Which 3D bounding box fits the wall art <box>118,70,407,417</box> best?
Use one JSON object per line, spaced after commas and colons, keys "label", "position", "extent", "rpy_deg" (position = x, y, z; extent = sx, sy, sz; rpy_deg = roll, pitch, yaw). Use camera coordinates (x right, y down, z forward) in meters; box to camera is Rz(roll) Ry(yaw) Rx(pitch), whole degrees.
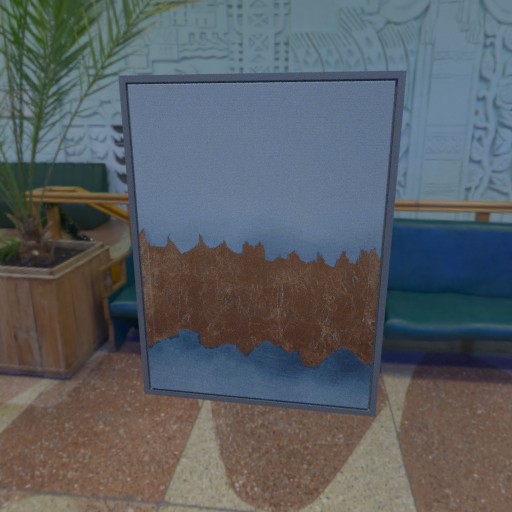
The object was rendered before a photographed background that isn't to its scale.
{"label": "wall art", "position": [0.000, 0.000, 1.362], "extent": [0.789, 1.042, 0.034], "rpy_deg": [3, 17, 9]}
